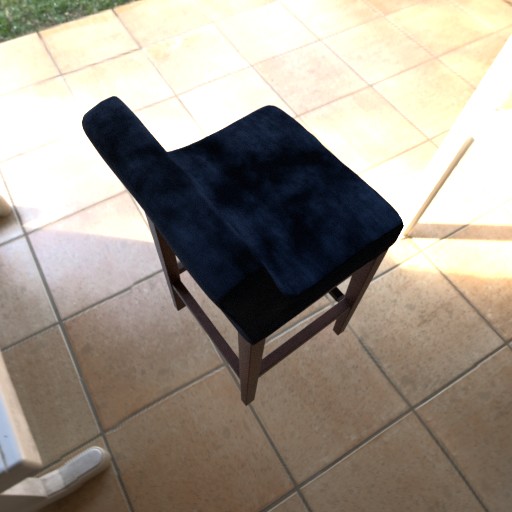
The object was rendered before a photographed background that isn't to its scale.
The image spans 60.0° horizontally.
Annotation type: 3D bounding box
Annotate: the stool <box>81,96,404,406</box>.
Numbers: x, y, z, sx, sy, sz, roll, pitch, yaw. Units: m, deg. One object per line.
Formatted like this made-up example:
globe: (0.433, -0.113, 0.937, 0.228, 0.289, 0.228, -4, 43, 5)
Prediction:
stool: (0.000, 0.000, 1.235, 0.516, 0.945, 0.511, -33, 65, -18)
